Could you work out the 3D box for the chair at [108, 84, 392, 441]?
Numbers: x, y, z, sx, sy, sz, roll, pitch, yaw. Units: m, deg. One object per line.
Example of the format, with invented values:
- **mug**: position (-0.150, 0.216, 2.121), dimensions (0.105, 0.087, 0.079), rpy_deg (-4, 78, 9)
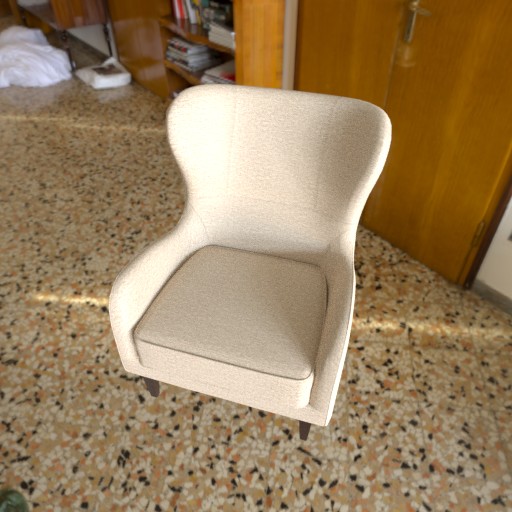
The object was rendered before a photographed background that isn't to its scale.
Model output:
- **chair**: position (0.000, 0.000, 1.804), dimensions (0.861, 1.064, 0.984), rpy_deg (11, 42, 13)
